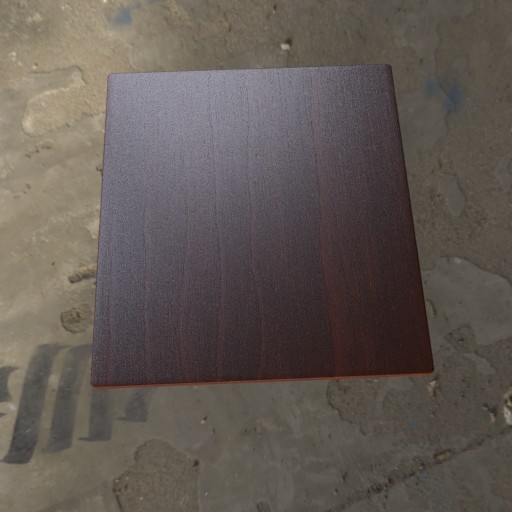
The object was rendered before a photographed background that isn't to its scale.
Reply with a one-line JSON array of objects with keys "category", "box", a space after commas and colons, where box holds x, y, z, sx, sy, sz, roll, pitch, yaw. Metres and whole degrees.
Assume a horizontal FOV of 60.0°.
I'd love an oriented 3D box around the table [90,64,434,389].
[{"category": "table", "box": [0.000, 0.000, 0.981, 0.500, 0.567, 0.533, -2, 75, -1]}]
